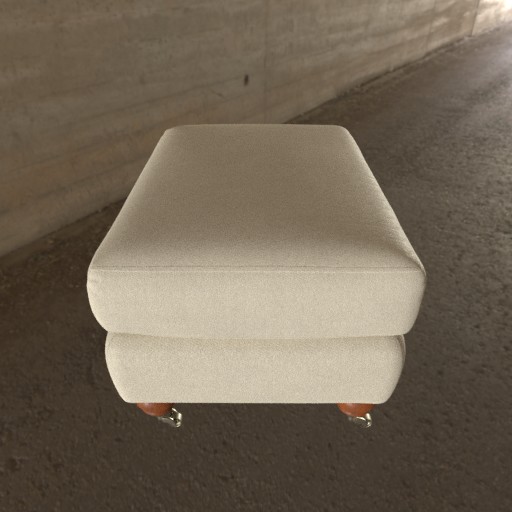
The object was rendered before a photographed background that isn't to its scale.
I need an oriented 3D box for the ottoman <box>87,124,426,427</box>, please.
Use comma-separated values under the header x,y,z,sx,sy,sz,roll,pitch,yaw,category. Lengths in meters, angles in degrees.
x,y,z,sx,sy,sz,roll,pitch,yaw,category
0.000,0.000,1.118,0.569,0.499,0.773,0,33,0,ottoman
